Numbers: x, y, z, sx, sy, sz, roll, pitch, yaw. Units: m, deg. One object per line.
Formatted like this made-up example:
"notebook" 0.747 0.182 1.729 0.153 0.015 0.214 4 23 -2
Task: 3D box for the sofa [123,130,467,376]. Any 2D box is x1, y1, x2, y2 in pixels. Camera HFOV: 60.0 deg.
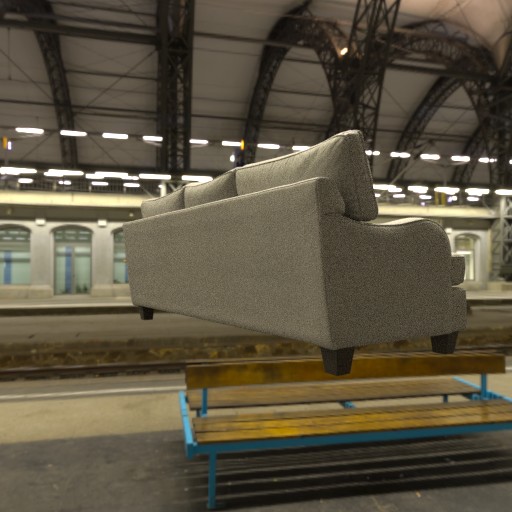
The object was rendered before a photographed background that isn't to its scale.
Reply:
"sofa" 0.000 0.000 2.865 1.016 0.991 2.323 1 -1 -35
